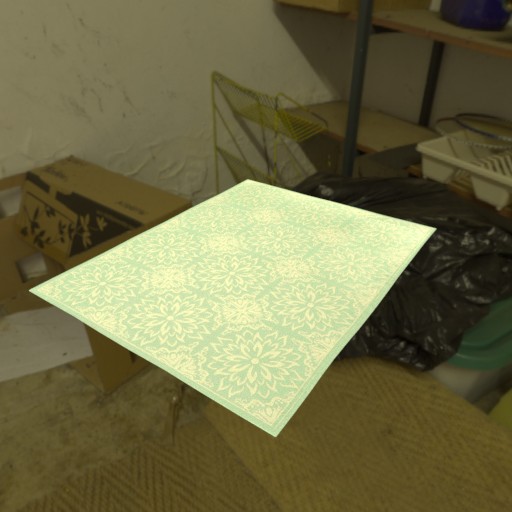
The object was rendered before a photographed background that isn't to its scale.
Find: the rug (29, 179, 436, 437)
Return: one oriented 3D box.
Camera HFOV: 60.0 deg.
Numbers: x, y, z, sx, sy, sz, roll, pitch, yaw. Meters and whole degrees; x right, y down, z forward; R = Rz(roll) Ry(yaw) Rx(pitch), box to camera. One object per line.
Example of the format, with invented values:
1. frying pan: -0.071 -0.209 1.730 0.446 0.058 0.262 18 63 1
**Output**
1. rug: 0.000 0.000 4.016 2.363 0.012 2.980 20 36 30
